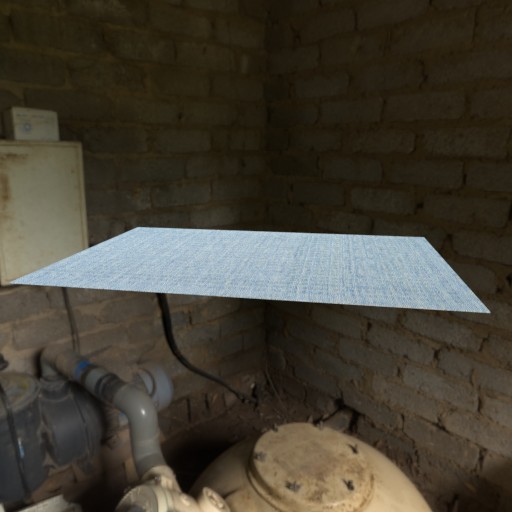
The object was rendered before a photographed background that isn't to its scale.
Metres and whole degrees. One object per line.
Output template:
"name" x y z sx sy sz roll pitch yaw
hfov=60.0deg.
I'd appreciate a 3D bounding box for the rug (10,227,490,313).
"rug" 0.000 0.000 2.794 2.286 0.006 1.522 3 15 10
